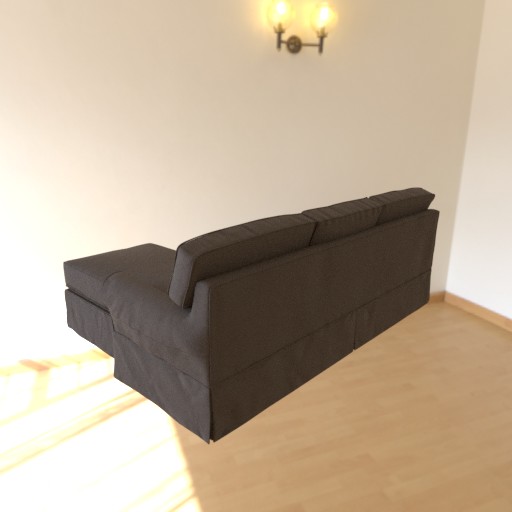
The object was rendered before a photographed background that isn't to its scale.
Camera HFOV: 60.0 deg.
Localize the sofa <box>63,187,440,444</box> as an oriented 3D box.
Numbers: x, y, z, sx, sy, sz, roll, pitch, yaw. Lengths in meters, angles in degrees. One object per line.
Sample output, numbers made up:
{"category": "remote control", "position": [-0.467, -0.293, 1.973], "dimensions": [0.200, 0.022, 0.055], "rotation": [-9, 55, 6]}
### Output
{"category": "sofa", "position": [0.000, 0.000, 3.312], "dimensions": [1.733, 0.978, 2.475], "rotation": [15, 23, 42]}
